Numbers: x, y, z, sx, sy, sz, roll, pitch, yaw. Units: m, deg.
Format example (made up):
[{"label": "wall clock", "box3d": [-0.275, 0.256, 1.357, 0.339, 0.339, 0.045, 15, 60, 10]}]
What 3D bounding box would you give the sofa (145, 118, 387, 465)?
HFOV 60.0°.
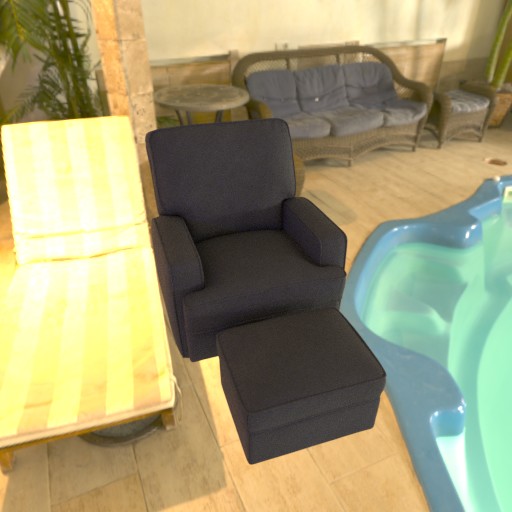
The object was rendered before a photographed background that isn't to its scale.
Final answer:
[{"label": "sofa", "box3d": [0.000, 0.000, 2.057, 0.861, 0.959, 1.472, -10, 34, -15]}]
